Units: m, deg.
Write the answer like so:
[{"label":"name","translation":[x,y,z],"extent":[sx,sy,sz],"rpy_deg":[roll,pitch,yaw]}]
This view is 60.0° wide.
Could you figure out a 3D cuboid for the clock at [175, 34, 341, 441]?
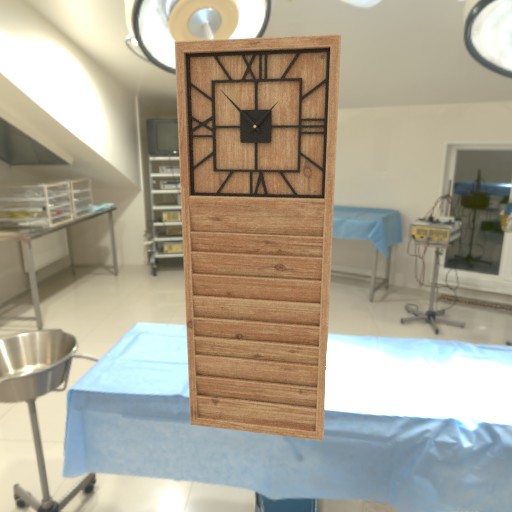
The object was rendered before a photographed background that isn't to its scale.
[{"label":"clock","translation":[0.000,0.000,1.076],"extent":[0.361,0.965,0.030],"rpy_deg":[3,15,11]}]
